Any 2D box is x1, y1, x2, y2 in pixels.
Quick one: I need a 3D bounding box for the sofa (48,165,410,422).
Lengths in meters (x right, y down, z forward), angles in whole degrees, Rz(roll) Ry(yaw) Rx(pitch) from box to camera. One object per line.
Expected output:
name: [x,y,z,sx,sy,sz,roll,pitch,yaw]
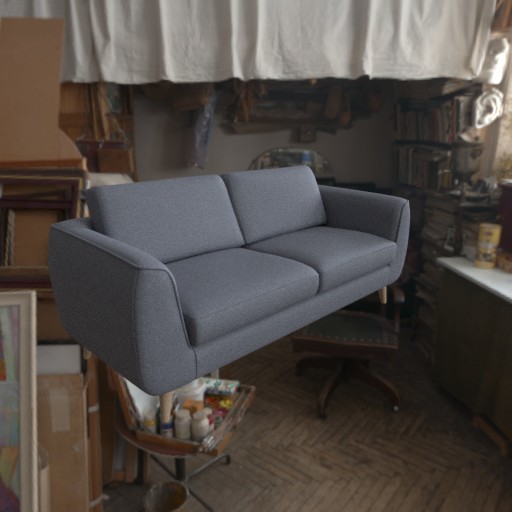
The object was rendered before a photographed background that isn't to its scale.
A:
sofa: [0.000,0.000,2.522,0.920,0.870,2.000,16,23,43]
